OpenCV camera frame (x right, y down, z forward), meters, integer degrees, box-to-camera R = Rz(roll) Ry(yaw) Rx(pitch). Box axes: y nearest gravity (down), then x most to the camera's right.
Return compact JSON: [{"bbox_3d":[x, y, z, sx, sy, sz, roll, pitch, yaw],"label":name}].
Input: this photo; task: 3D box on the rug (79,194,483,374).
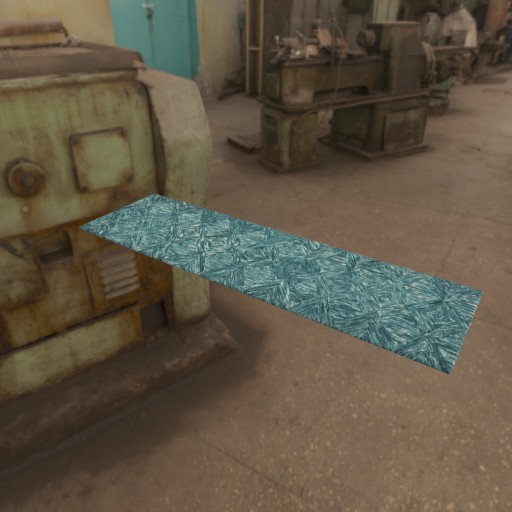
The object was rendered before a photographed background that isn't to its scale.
[{"bbox_3d":[0.000,0.000,2.528,2.286,0.016,0.676,19,35,29],"label":"rug"}]
